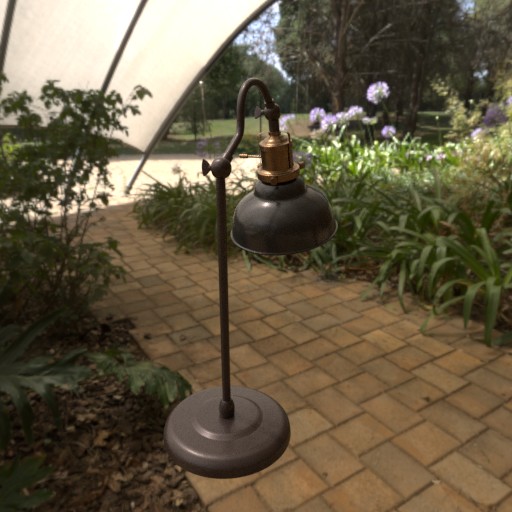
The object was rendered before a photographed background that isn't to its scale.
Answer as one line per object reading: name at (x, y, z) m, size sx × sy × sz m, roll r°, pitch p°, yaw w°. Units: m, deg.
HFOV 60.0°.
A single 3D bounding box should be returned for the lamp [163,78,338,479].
lamp at (0.000, 0.000, 0.679) m, size 0.192 × 0.508 × 0.374 m, roll 9°, pitch 19°, yaw 27°
